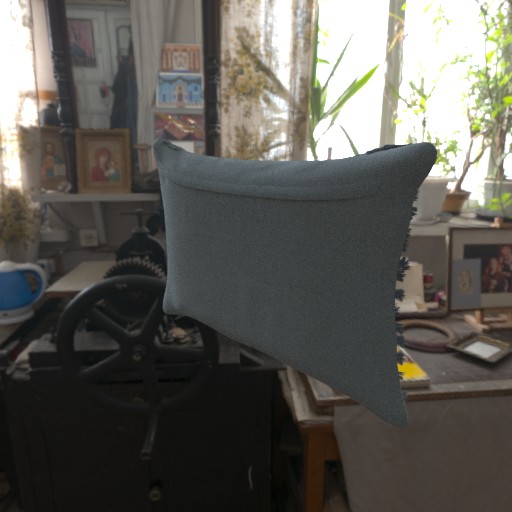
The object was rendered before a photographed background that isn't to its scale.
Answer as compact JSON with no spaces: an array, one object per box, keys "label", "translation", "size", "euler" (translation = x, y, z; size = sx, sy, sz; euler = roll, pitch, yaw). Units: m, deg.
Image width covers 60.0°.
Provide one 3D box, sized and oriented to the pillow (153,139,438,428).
[{"label":"pillow","translation":[0.000,0.000,0.597],"size":[0.084,0.305,0.466],"euler":[-14,21,-43]}]
